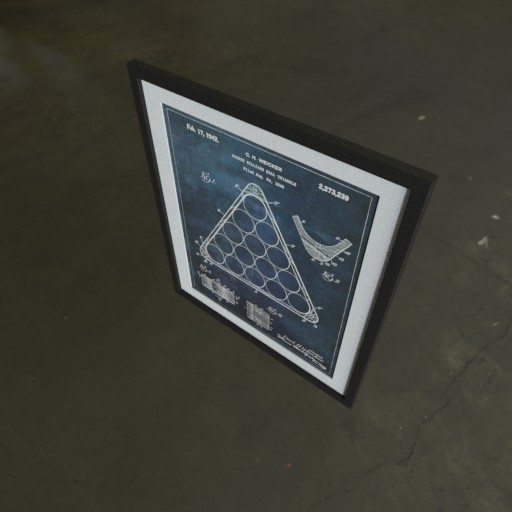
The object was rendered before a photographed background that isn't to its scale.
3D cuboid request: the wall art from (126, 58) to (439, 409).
[{"bbox_3d":[0.000,0.000,1.208,0.755,0.863,0.028,29,53,25],"label":"wall art"}]
